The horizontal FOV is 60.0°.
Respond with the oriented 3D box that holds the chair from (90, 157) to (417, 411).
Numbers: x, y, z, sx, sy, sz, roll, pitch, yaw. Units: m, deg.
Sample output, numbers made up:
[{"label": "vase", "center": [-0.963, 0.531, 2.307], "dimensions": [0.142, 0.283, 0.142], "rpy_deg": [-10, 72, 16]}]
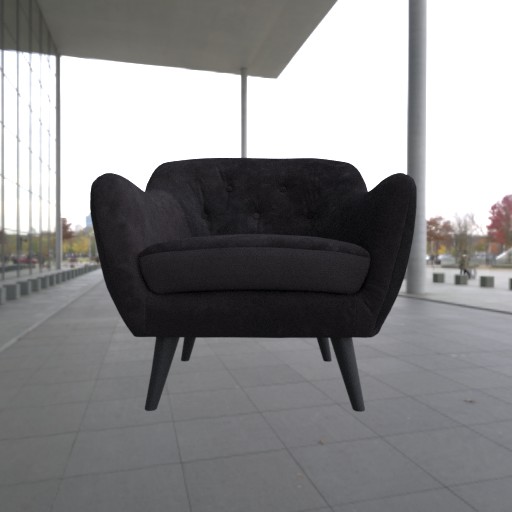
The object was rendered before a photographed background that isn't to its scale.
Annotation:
[{"label": "chair", "center": [0.000, 0.000, 1.479], "dimensions": [0.840, 0.807, 0.819], "rpy_deg": [0, 0, 0]}]
